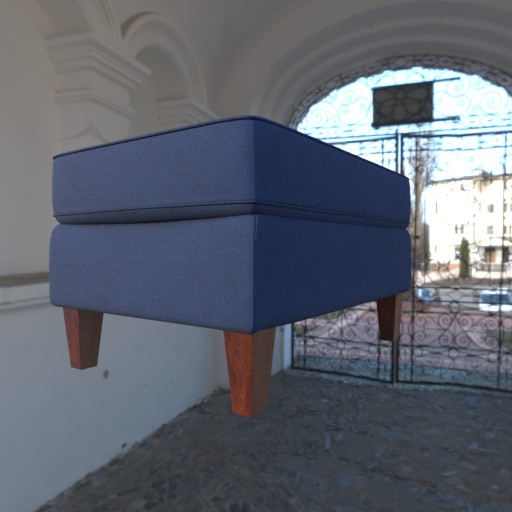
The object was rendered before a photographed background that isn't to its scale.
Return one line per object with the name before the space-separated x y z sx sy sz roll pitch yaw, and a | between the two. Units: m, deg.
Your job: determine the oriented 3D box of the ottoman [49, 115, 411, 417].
ottoman | 0.000 0.000 1.349 0.686 0.584 0.965 1 2 36
